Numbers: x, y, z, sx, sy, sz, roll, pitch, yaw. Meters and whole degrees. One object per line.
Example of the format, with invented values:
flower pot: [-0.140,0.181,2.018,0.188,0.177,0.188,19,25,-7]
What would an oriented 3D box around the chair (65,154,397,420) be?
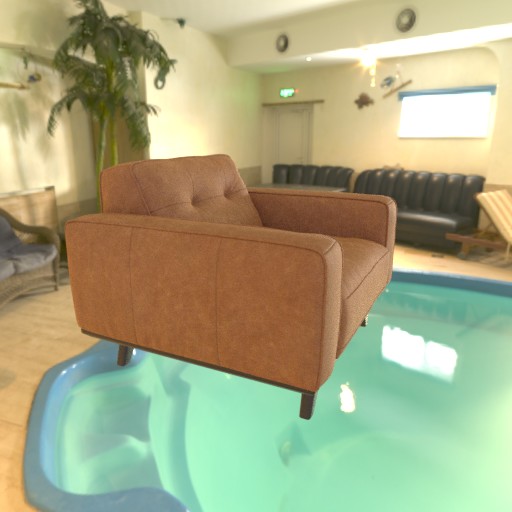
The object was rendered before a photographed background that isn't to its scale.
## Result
chair: [0.000,0.000,1.808,0.952,0.782,1.118,7,17,25]
